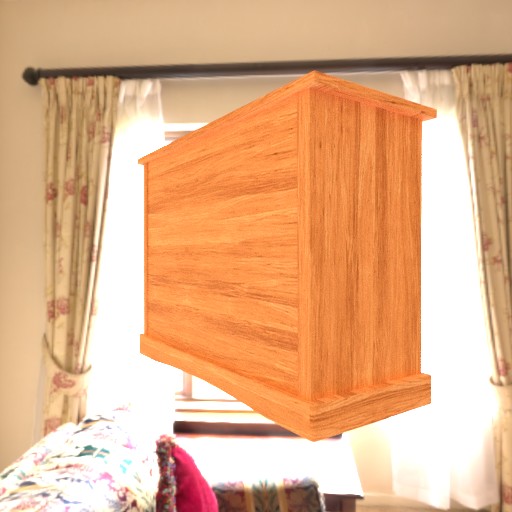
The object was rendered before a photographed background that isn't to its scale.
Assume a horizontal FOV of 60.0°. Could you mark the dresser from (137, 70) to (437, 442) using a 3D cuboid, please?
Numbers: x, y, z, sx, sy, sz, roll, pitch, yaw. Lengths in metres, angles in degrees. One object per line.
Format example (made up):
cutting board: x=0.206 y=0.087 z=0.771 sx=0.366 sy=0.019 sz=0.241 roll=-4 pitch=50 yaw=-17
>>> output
dresser: x=0.000 y=0.000 z=1.394 sx=0.410 sy=0.740 sz=0.990 roll=0 pitch=0 yaw=-35
